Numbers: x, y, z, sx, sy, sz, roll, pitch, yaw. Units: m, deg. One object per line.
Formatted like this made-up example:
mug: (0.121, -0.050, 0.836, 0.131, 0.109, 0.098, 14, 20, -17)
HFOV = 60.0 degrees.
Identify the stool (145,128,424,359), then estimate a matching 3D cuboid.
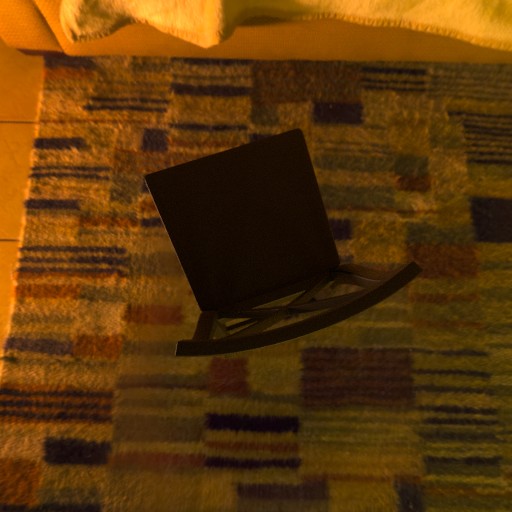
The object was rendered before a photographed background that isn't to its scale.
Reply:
stool: (0.000, 0.000, 1.275, 0.452, 0.989, 0.559, -18, 76, -5)
